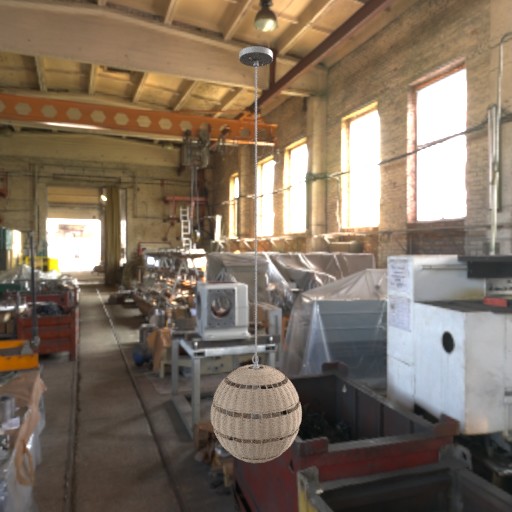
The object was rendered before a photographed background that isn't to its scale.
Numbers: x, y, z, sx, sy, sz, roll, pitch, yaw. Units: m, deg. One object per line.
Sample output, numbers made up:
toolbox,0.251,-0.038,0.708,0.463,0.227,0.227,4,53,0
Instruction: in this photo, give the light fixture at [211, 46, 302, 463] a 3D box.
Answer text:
light fixture,0.000,0.000,2.224,0.457,2.019,0.457,0,1,35
